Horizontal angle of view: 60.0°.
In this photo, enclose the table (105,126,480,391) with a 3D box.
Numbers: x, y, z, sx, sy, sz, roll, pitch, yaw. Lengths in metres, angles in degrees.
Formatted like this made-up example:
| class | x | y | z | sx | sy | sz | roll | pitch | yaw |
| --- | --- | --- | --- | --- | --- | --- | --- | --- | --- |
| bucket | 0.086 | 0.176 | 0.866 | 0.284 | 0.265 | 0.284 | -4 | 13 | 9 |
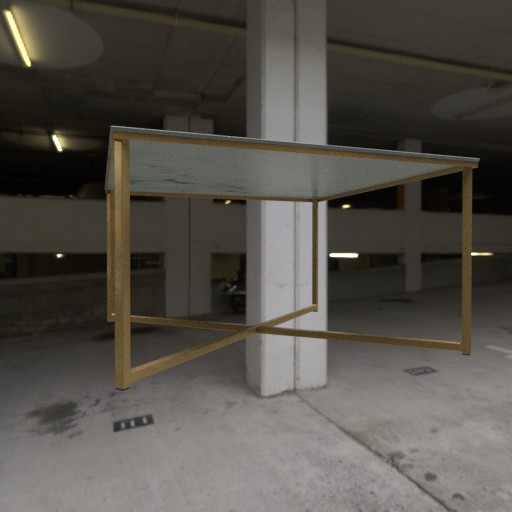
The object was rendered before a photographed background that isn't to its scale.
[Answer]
| class | x | y | z | sx | sy | sz | roll | pitch | yaw |
| --- | --- | --- | --- | --- | --- | --- | --- | --- | --- |
| table | 0.000 | 0.000 | 1.256 | 0.800 | 0.450 | 0.800 | 0 | 1 | -20 |
